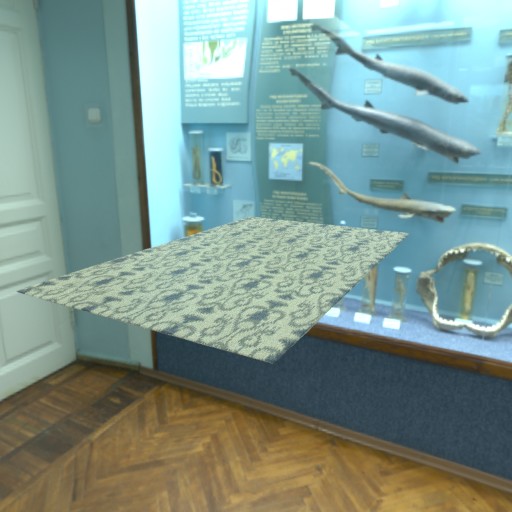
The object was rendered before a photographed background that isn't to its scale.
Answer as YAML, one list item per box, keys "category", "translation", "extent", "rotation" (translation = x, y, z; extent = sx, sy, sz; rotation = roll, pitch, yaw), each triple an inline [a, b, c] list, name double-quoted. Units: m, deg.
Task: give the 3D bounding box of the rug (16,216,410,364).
- category: "rug"
  translation: [0.000, 0.000, 2.022]
  extent: [1.035, 0.006, 1.652]
  rotation: [9, 18, 28]
